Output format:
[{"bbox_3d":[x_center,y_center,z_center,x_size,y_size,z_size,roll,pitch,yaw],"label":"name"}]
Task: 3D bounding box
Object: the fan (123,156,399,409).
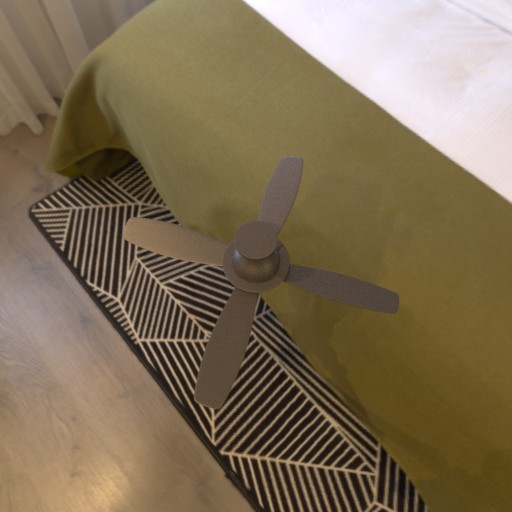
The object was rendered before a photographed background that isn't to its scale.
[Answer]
[{"bbox_3d":[0.000,0.000,2.532,1.694,0.382,1.694,16,64,8],"label":"fan"}]
